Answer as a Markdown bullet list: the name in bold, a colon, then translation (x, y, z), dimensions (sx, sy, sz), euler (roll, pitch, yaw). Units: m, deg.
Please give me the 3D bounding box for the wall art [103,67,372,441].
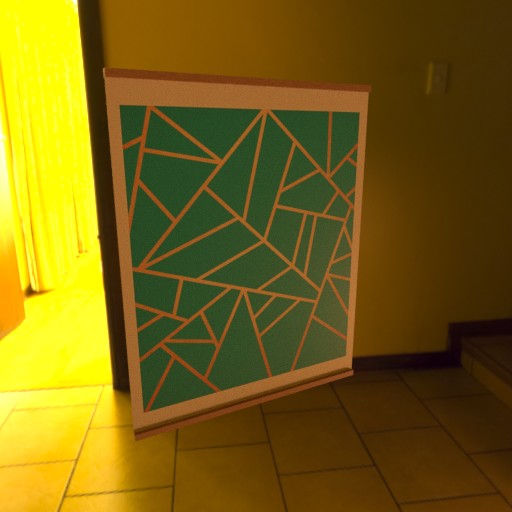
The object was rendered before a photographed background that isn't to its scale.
- **wall art**: translation (0.000, 0.000, 0.678), dimensions (0.405, 0.508, 0.012), euler (-8, 17, -27)
